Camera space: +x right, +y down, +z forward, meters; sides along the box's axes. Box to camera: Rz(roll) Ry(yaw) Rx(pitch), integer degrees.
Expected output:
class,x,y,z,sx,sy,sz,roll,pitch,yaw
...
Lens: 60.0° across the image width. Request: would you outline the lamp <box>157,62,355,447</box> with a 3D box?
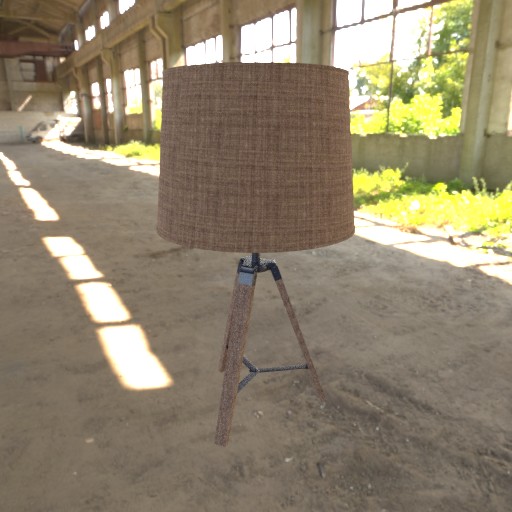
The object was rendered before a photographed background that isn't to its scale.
class,x,y,z,sx,sy,sz,roll,pitch,yaw
lamp,0.000,0.000,0.673,0.290,0.514,0.290,0,17,0
